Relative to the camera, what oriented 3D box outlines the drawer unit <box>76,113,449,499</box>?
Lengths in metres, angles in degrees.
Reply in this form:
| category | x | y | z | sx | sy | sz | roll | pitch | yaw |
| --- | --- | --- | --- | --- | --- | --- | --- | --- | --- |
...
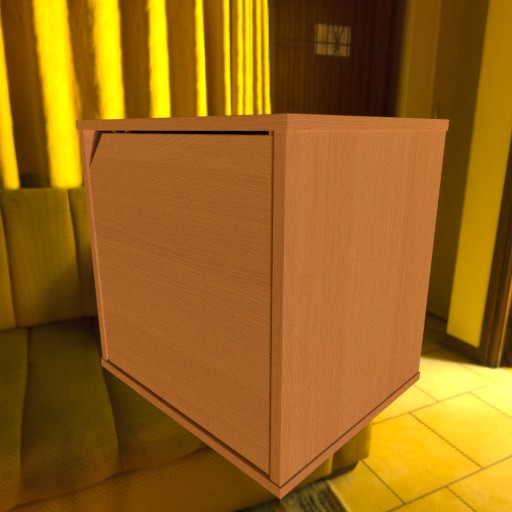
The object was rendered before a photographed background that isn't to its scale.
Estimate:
| category | x | y | z | sx | sy | sz | roll | pitch | yaw |
| --- | --- | --- | --- | --- | --- | --- | --- | --- | --- |
| drawer unit | 0.000 | 0.000 | 0.584 | 0.349 | 0.344 | 0.290 | 15 | 22 | 42 |
